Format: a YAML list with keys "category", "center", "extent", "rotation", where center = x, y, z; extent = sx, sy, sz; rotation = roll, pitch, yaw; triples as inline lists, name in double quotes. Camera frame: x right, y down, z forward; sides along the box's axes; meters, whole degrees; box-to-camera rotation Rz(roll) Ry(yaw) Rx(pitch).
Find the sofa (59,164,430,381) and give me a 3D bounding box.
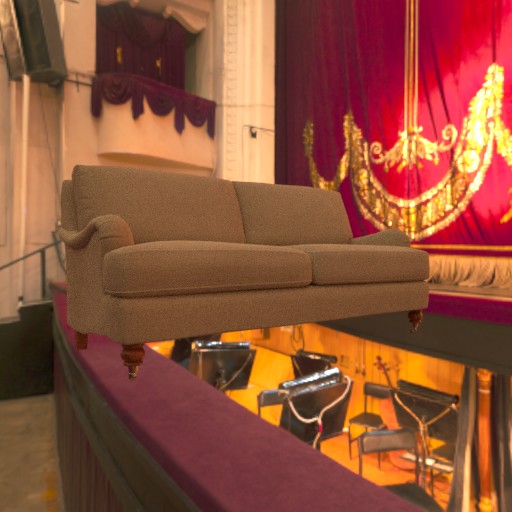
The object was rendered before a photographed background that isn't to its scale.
- category: "sofa"
  center: [0.000, 0.000, 2.665]
  extent: [2.070, 0.997, 1.091]
  rotation: [0, 1, -35]
